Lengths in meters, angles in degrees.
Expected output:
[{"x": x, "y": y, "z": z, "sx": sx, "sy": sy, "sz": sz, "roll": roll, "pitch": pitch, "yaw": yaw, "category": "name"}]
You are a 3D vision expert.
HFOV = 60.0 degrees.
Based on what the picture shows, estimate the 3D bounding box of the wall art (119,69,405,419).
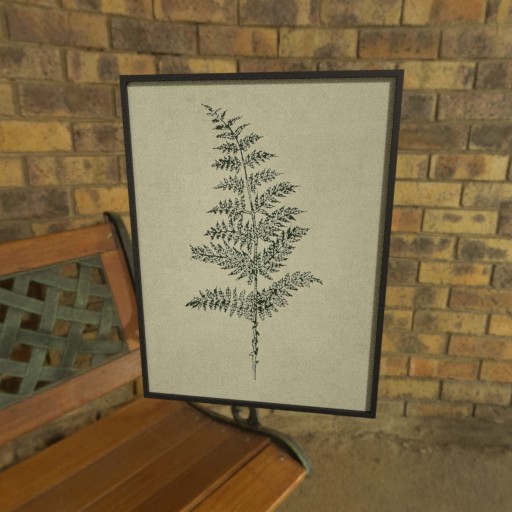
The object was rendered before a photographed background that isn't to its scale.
[{"x": 0.000, "y": 0.000, "z": 1.392, "sx": 0.802, "sy": 1.070, "sz": 0.036, "roll": 2, "pitch": 16, "yaw": 8, "category": "wall art"}]
